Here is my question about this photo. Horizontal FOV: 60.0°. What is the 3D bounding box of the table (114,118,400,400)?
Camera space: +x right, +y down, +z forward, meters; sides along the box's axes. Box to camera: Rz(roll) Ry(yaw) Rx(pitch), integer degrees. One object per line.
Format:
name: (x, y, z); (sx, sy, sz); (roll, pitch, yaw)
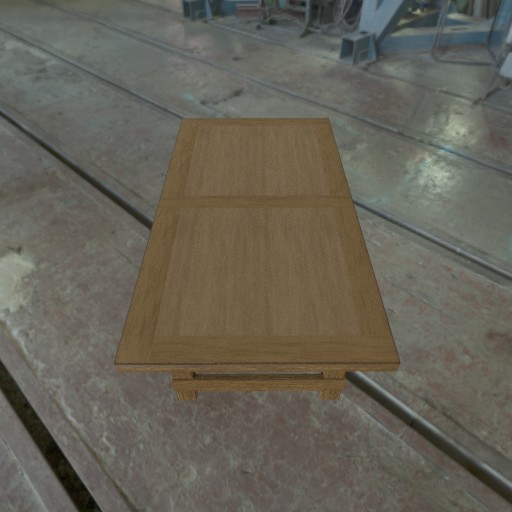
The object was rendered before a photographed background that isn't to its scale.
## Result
table: (0.000, 0.000, 2.532); (1.000, 0.762, 1.982); (0, 42, 0)
